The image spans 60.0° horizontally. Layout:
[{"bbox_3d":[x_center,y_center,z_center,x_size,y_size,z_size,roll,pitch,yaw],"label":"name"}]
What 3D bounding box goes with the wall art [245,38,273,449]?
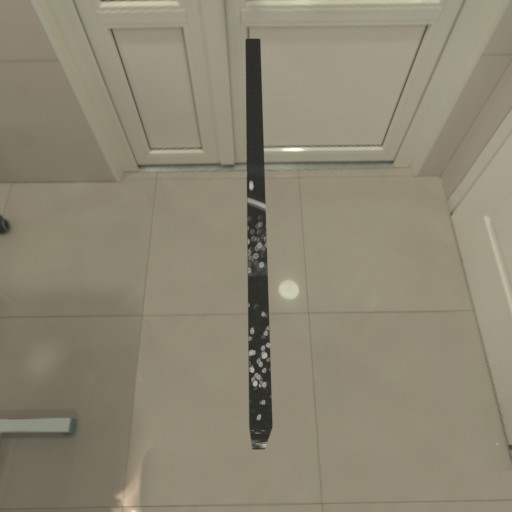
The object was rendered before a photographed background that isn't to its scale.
[{"bbox_3d":[0.000,0.000,1.178,0.038,0.609,0.914,-1,64,0],"label":"wall art"}]
